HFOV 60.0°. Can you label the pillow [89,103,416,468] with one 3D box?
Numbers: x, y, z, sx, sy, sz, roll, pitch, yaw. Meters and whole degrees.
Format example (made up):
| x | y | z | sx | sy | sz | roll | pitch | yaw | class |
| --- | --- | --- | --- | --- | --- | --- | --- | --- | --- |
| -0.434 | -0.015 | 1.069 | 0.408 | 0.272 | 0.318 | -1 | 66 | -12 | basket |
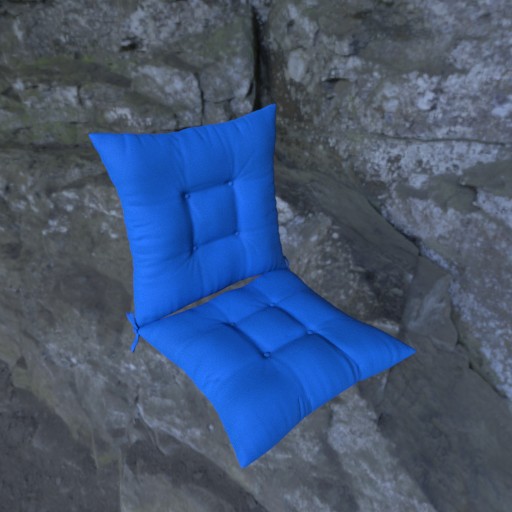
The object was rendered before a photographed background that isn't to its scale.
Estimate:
| x | y | z | sx | sy | sz | roll | pitch | yaw | class |
| --- | --- | --- | --- | --- | --- | --- | --- | --- | --- |
| 0.000 | 0.000 | 1.006 | 0.541 | 0.536 | 0.585 | -21 | 35 | -32 | pillow |
